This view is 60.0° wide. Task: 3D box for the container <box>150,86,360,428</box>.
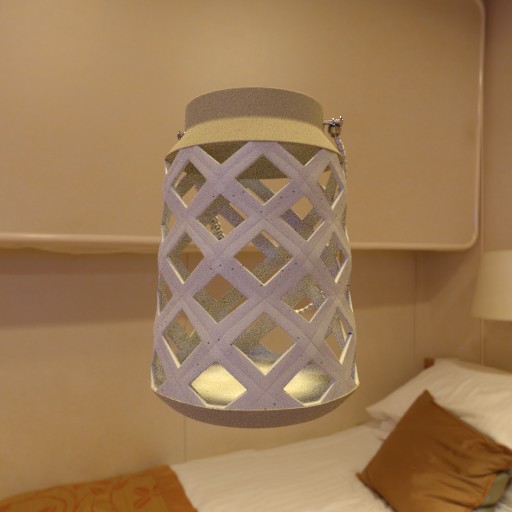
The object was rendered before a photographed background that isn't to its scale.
[{"bbox_3d":[0.000,0.000,0.412,0.188,0.264,0.198,0,0,17],"label":"container"}]
